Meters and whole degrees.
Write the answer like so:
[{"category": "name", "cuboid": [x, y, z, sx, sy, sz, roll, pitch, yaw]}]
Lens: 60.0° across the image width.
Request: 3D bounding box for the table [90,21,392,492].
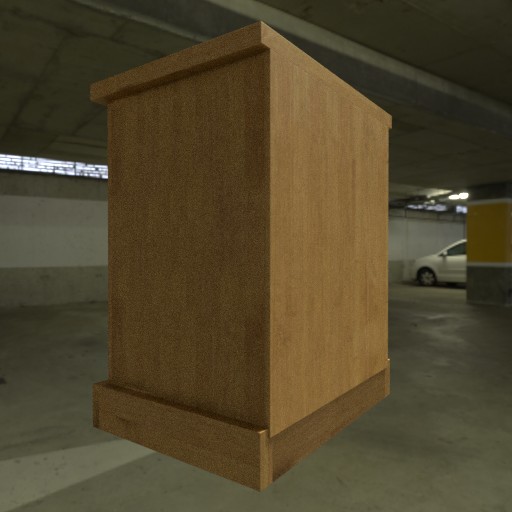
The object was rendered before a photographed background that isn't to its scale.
[{"category": "table", "cuboid": [0.000, 0.000, 1.176, 0.500, 0.813, 0.660, 0, 1, 36]}]
